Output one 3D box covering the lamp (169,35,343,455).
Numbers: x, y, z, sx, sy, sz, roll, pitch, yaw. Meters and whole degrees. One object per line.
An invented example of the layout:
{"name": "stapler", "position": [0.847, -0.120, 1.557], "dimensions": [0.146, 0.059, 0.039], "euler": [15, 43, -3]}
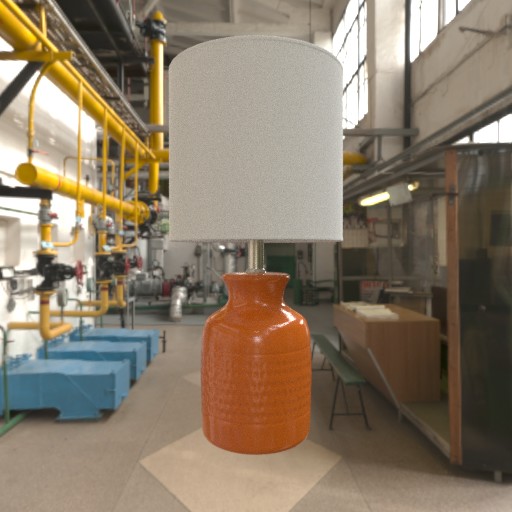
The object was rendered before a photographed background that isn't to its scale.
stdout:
{"name": "lamp", "position": [0.000, 0.000, 1.084], "dimensions": [0.418, 0.871, 0.418], "euler": [0, 1, -1]}
